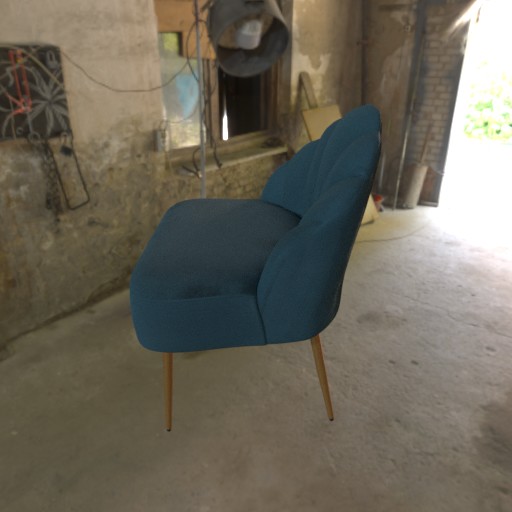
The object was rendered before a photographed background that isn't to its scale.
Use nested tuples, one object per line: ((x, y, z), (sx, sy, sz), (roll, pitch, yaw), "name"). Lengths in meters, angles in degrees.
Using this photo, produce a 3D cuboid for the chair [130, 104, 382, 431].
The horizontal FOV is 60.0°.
((0.000, 0.000, 1.261), (0.599, 0.819, 0.657), (0, 25, 0), "chair")
